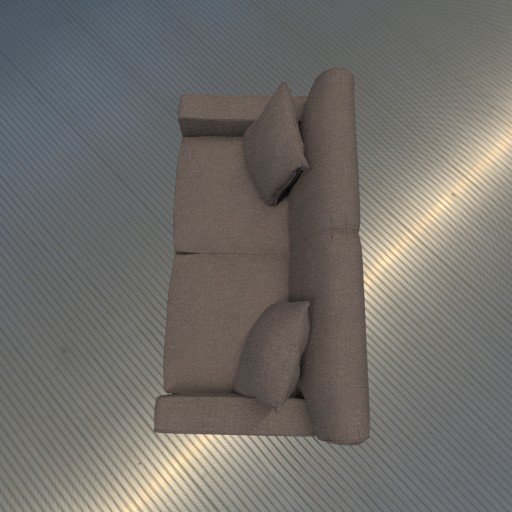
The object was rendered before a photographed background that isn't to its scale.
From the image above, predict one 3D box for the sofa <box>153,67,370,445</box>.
[{"bbox_3d":[0.000,0.000,2.463,1.000,0.958,1.846,1,74,0],"label":"sofa"}]
